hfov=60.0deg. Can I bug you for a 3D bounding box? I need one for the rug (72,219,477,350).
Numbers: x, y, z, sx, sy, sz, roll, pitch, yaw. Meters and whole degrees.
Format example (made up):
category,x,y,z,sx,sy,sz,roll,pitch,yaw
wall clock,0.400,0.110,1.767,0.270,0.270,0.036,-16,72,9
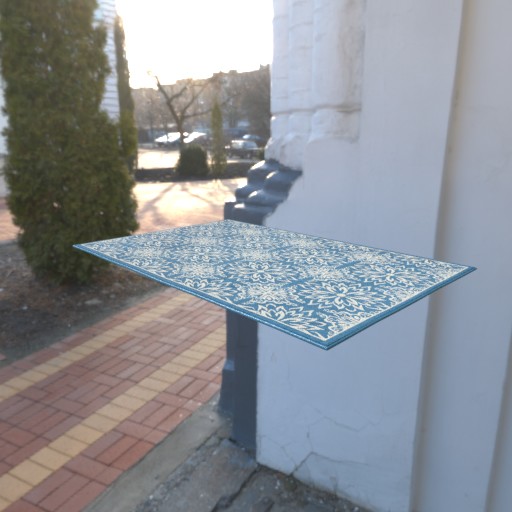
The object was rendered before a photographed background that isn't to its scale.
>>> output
category,x,y,z,sx,sy,sz,roll,pitch,yaw
rug,0.000,0.000,3.581,1.830,0.018,2.769,-14,21,-43
